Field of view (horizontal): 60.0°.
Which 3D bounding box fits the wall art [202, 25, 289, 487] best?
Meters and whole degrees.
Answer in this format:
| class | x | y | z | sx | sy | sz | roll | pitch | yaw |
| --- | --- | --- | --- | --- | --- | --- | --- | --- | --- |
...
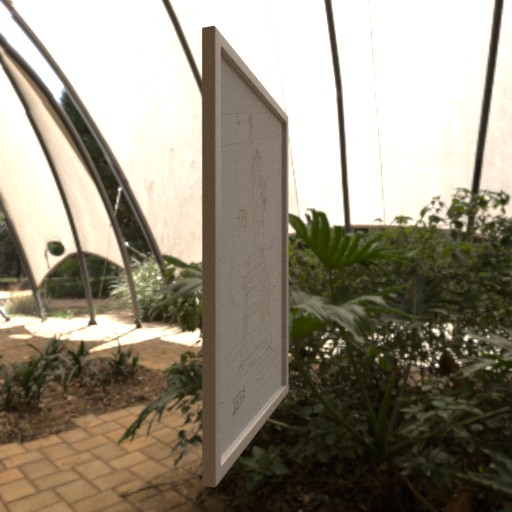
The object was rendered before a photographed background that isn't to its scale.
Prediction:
| class | x | y | z | sx | sy | sz | roll | pitch | yaw |
| --- | --- | --- | --- | --- | --- | --- | --- | --- | --- |
| wall art | 0.000 | 0.000 | 1.047 | 0.026 | 0.813 | 0.556 | 0 | 1 | 18 |
